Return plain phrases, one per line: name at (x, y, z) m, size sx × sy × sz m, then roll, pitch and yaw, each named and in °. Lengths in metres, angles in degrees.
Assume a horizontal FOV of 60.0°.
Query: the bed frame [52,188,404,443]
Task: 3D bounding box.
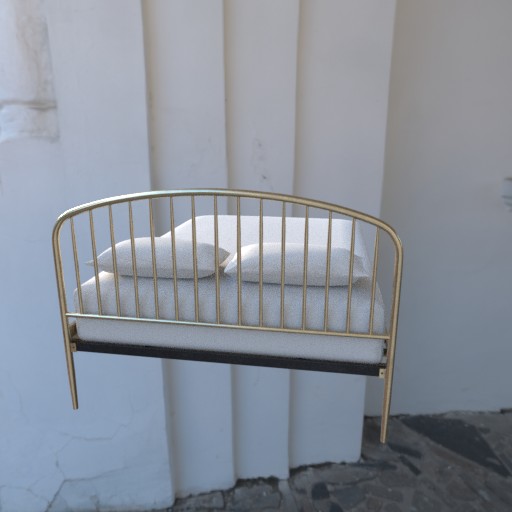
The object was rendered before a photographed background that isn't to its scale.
bed frame at (0.000, 0.000, 3.071) m, size 1.612 × 1.175 × 2.152 m, roll 3°, pitch 15°, yaw 9°
